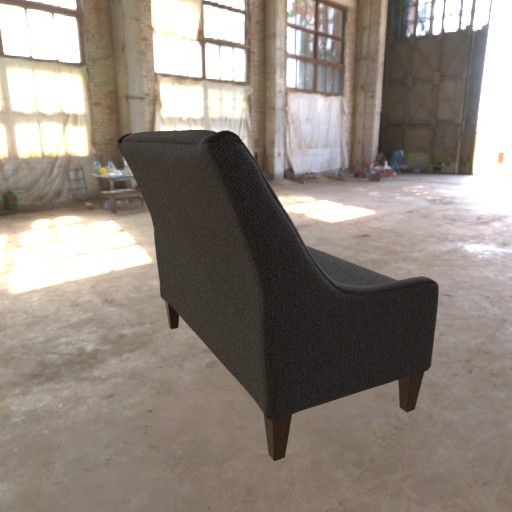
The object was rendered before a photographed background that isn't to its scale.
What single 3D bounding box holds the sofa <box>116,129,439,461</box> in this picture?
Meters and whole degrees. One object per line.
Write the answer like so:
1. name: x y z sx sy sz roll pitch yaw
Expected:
1. sofa: 0.000 0.000 1.885 0.873 1.022 1.242 -8 17 -26
